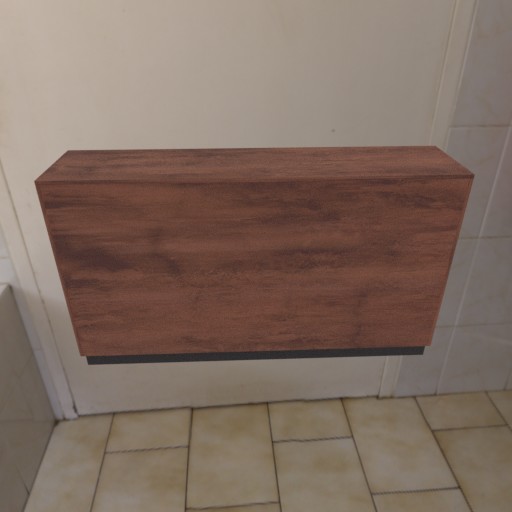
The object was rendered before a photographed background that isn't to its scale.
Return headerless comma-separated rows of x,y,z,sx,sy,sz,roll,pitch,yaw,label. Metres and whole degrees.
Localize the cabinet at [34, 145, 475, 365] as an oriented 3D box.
0.000,0.000,2.015,1.600,0.900,0.420,-1,30,-2,cabinet
